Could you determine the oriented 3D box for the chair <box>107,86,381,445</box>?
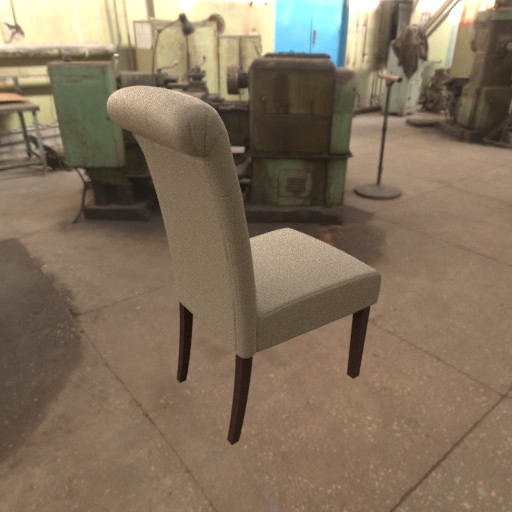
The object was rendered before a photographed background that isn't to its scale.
[{"bbox_3d":[0.000,0.000,1.368,0.671,1.006,0.456,-18,32,-32],"label":"chair"}]
